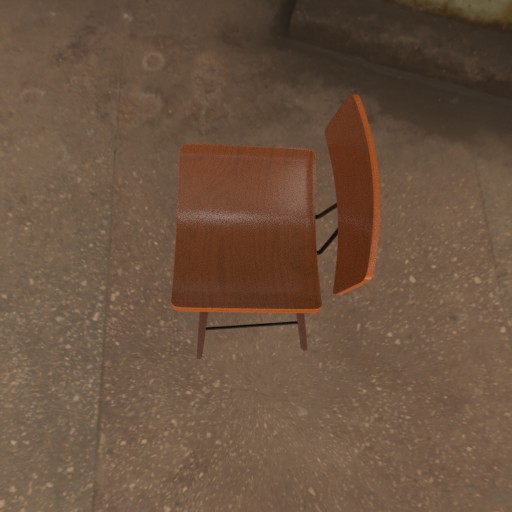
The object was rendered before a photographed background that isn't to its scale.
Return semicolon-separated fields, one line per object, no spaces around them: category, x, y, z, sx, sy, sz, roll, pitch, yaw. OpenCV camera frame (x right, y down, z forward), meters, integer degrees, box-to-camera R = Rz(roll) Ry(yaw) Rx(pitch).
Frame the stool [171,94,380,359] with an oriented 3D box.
stool;0.000;0.000;1.255;0.440;0.969;0.509;0;73;0
